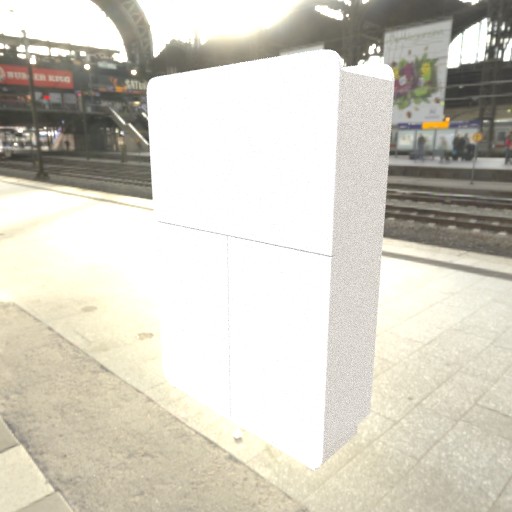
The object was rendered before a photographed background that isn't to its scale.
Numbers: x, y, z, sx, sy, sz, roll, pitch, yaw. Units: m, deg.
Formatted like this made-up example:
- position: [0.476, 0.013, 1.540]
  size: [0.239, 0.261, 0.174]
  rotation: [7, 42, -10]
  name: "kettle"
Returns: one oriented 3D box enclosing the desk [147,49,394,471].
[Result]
- position: [0.000, 0.000, 1.529]
  size: [0.795, 1.190, 0.278]
  rotation: [13, 19, 41]
  name: "desk"
